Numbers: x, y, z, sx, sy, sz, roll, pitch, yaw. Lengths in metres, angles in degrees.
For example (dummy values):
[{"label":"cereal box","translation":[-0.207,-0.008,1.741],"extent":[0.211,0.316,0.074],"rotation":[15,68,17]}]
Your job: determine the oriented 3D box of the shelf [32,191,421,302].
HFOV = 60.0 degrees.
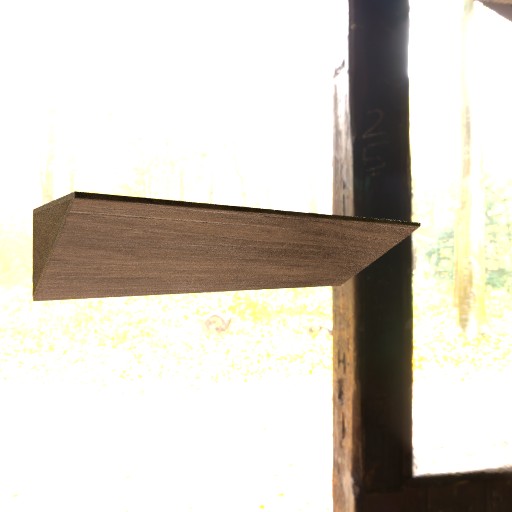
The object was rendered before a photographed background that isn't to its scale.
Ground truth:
[{"label":"shelf","translation":[0.000,0.000,0.706],"extent":[0.610,0.125,0.200],"rotation":[0,-1,-38]}]
